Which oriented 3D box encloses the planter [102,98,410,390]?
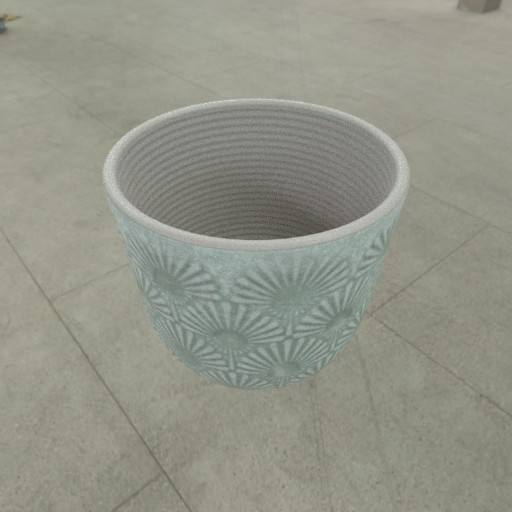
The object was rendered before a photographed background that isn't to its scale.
[{"bbox_3d":[0.000,0.000,0.299,0.170,0.152,0.170,0,40,0],"label":"planter"}]
